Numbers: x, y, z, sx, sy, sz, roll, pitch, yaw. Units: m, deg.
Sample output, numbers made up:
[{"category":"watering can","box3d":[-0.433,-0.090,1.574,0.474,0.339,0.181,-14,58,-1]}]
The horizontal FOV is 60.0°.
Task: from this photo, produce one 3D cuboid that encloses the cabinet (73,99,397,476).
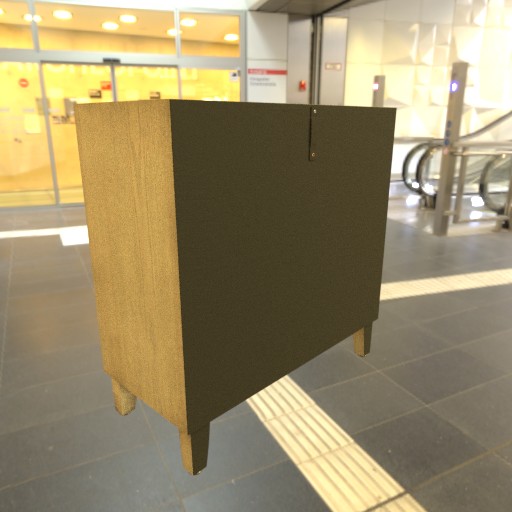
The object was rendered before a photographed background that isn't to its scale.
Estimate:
[{"category":"cabinet","box3d":[0.000,0.000,1.227,0.370,0.787,0.781,16,23,41]}]
